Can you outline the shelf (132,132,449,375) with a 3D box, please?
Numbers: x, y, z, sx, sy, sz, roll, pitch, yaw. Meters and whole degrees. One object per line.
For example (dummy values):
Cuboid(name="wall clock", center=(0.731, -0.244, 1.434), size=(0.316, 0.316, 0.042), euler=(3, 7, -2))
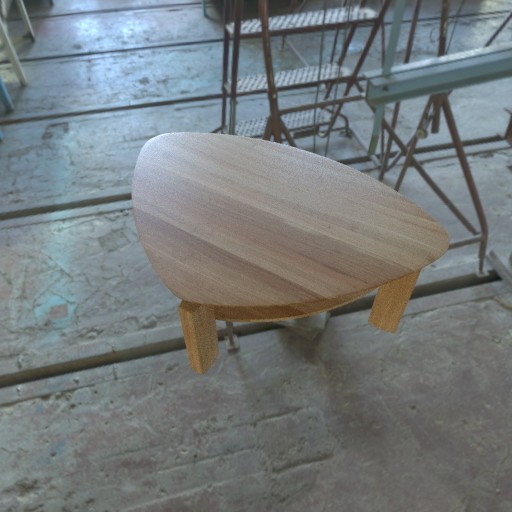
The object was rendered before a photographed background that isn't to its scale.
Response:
Cuboid(name="shelf", center=(0.000, 0.000, 1.703), size=(1.240, 0.439, 0.863), euler=(23, 51, 20))
